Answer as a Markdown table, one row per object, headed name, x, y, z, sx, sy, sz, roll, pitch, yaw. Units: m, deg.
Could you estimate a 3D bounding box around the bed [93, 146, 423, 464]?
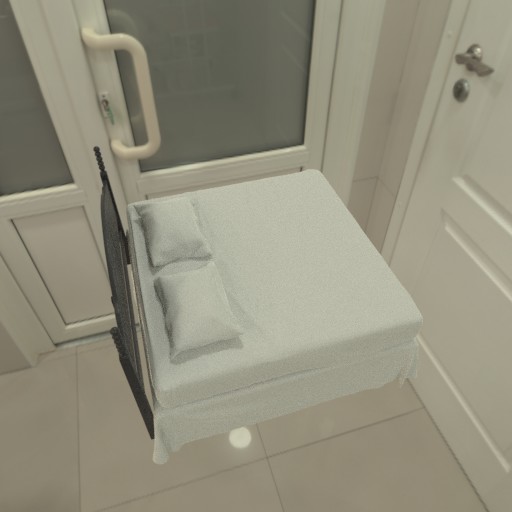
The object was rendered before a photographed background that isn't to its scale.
| name | x | y | z | sx | sy | sz | roll | pitch | yaw |
| --- | --- | --- | --- | --- | --- | --- | --- | --- | --- |
| bed | 0.000 | 0.000 | 3.661 | 2.219 | 1.355 | 2.322 | -12 | 47 | -12 |
